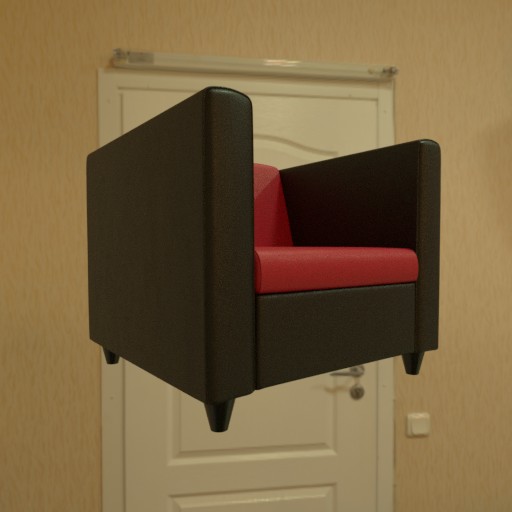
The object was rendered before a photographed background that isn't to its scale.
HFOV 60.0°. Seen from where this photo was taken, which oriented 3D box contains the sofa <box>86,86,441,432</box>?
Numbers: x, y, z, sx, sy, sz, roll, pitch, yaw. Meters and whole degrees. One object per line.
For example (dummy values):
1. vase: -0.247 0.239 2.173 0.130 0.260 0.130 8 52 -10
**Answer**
1. sofa: 0.000 0.000 1.426 0.839 0.724 0.809 -1 1 -37
